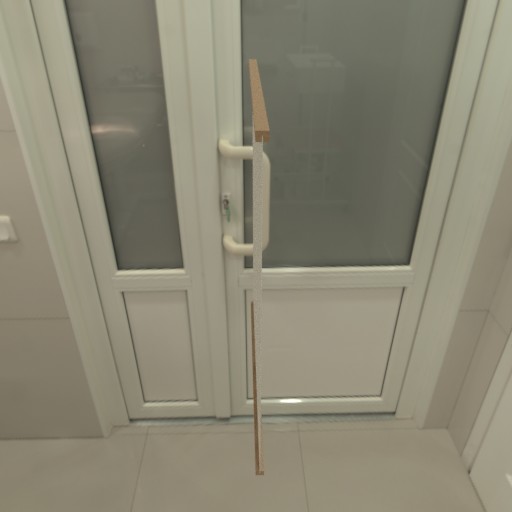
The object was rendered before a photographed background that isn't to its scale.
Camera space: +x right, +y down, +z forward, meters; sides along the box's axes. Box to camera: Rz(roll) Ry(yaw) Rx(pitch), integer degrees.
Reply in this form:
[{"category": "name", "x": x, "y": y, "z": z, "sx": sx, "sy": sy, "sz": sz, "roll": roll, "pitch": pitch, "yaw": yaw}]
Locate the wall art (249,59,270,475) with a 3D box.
[{"category": "wall art", "x": 0.000, "y": 0.000, "z": 0.689, "sx": 0.012, "sy": 0.508, "sz": 0.405, "roll": -1, "pitch": 32, "yaw": -1}]
